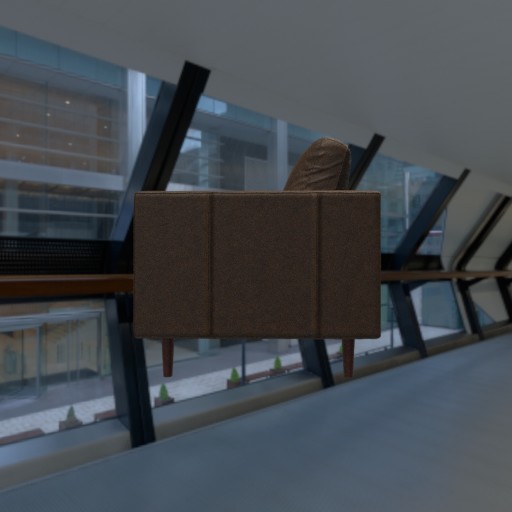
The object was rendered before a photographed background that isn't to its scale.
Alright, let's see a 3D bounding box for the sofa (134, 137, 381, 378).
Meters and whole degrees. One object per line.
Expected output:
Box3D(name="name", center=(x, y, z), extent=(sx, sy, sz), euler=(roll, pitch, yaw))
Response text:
Box3D(name="sofa", center=(0.000, 0.000, 2.666), extent=(0.903, 0.930, 2.231), euler=(0, 0, 1))
